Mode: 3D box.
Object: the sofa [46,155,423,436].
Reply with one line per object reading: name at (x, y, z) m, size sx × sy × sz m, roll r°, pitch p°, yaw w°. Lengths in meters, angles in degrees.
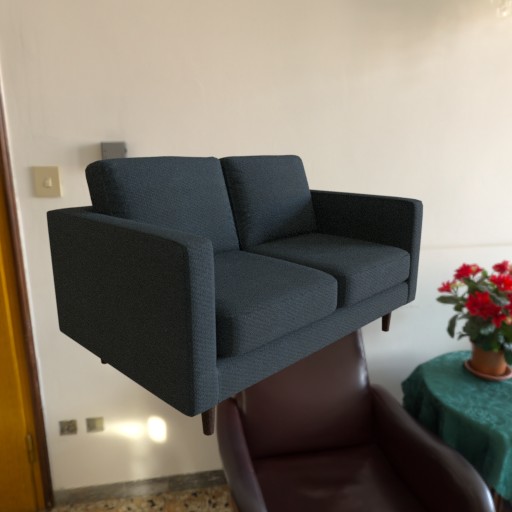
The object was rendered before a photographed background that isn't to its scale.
sofa at (0.000, 0.000, 2.110) m, size 0.999 × 0.930 × 1.518 m, roll 13°, pitch 19°, yaw 43°
